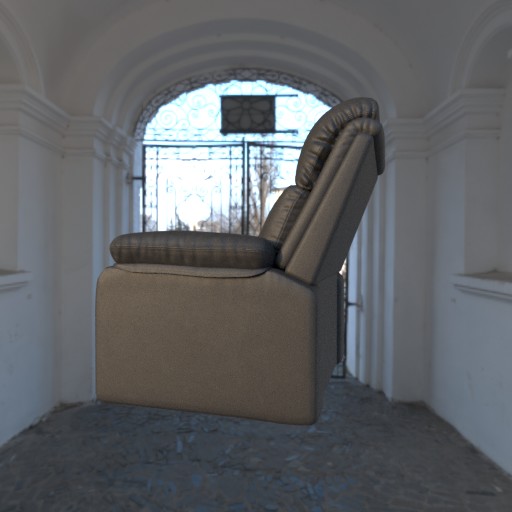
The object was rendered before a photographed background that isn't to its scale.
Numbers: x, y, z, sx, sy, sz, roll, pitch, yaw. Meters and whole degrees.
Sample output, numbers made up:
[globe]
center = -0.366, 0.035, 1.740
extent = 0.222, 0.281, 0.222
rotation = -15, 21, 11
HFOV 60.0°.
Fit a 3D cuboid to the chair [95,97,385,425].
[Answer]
[chair]
center = 0.000, 0.000, 1.651
extent = 0.919, 0.992, 0.855
rotation = 0, 1, 16
